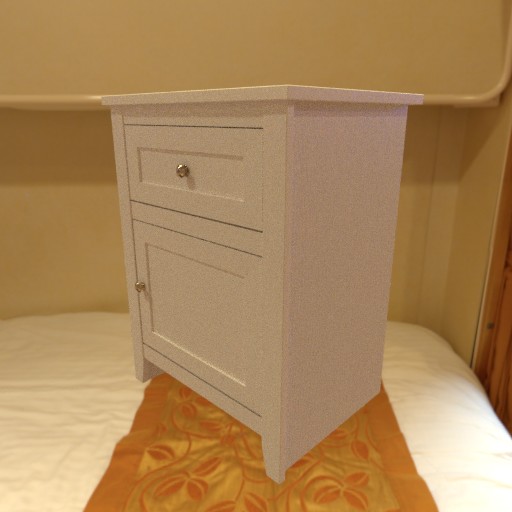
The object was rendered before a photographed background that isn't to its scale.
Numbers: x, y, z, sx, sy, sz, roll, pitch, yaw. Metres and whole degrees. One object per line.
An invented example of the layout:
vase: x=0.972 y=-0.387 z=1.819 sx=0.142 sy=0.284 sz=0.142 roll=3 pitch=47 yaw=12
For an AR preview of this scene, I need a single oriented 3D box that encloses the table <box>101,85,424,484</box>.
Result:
table: x=0.000 y=0.000 z=0.931 sx=0.480 sy=0.635 sz=0.381 roll=17 pitch=24 yaw=42
